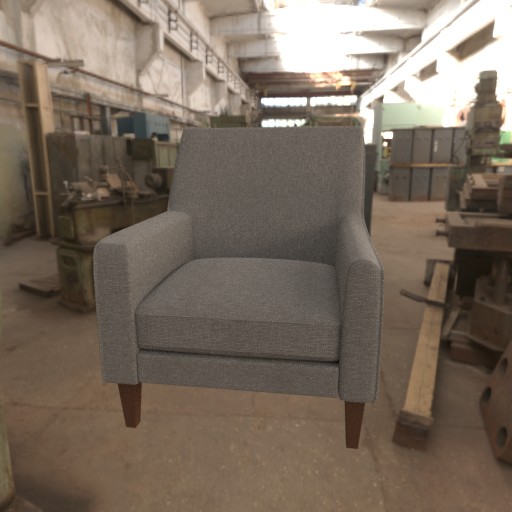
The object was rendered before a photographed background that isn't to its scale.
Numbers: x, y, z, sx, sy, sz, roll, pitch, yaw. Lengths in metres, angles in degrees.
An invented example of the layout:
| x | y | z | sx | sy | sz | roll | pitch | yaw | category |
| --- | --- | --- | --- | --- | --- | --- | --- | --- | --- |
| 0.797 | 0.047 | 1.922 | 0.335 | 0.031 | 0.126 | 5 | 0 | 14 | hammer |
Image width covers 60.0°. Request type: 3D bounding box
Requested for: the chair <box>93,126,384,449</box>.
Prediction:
| x | y | z | sx | sy | sz | roll | pitch | yaw | category |
| --- | --- | --- | --- | --- | --- | --- | --- | --- | --- |
| 0.000 | 0.000 | 1.581 | 0.780 | 0.919 | 0.899 | 2 | 14 | 8 | chair |
